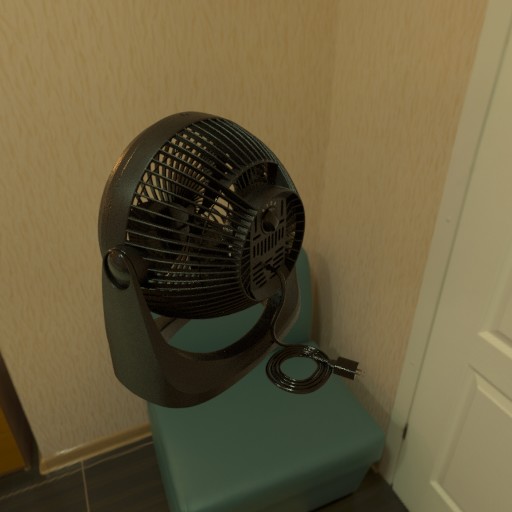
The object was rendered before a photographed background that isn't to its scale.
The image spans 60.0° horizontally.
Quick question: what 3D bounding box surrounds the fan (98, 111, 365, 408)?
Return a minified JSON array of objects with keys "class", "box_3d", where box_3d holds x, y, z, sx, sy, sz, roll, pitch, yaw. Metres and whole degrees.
[{"class":"fan","box_3d":[0.000,0.000,0.483,0.256,0.277,0.273,21,36,31]}]
